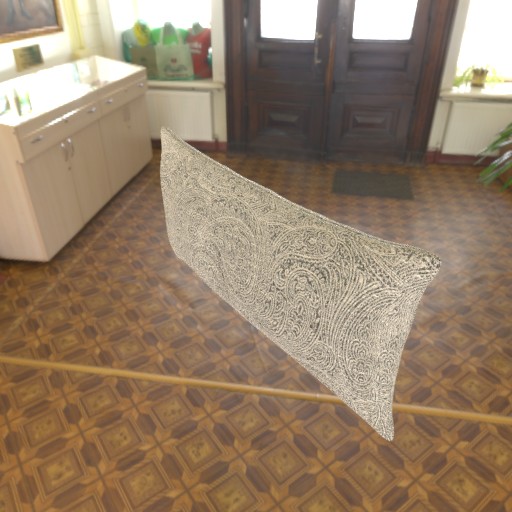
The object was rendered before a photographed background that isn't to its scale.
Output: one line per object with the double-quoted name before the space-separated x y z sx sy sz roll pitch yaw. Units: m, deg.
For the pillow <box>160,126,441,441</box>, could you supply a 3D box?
"pillow" 0.000 0.000 0.727 0.151 0.295 0.615 -21 37 -31
